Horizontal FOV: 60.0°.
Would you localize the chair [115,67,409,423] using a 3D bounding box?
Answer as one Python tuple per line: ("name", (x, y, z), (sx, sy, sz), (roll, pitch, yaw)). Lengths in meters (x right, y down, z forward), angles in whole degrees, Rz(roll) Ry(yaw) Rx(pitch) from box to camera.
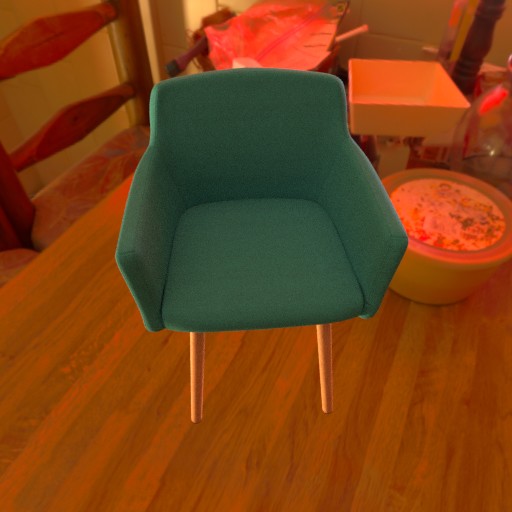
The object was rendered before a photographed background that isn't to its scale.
("chair", (0.000, 0.000, 1.166), (0.570, 0.780, 0.540), (-3, 46, -3))
